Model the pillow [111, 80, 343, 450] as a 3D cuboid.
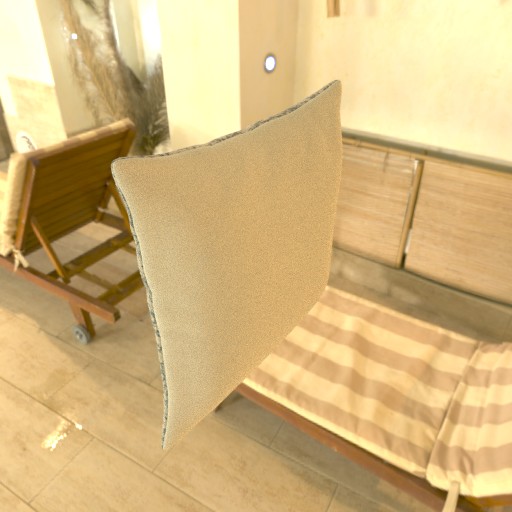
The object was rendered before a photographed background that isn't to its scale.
[{"bbox_3d":[0.000,0.000,0.778,0.166,0.510,0.523,22,39,30],"label":"pillow"}]
